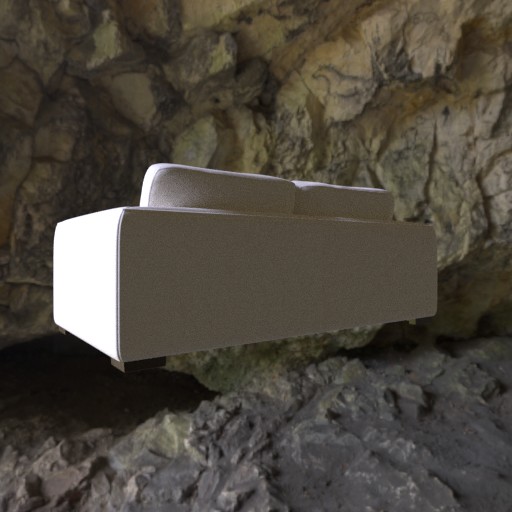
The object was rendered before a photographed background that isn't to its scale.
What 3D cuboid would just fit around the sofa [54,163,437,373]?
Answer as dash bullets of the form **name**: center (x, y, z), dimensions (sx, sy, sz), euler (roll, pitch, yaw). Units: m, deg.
- **sofa**: center (0.000, 0.000, 2.479), dimensions (1.920, 0.801, 1.069), euler (0, 1, -36)
